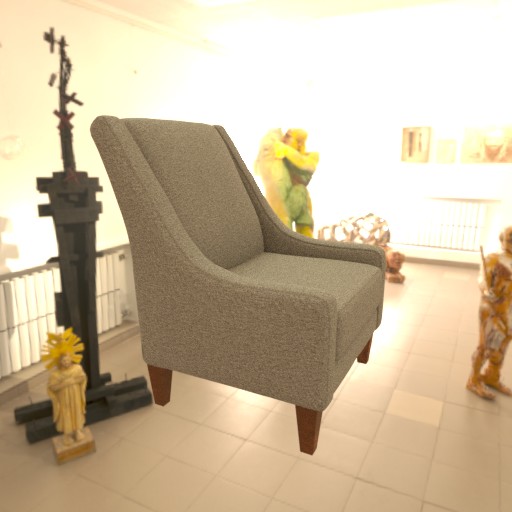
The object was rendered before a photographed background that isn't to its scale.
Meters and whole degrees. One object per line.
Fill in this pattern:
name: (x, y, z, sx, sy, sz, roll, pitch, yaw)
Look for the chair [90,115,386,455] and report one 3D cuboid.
chair: (0.000, 0.000, 1.698, 0.870, 1.016, 0.774, 7, 15, 27)
